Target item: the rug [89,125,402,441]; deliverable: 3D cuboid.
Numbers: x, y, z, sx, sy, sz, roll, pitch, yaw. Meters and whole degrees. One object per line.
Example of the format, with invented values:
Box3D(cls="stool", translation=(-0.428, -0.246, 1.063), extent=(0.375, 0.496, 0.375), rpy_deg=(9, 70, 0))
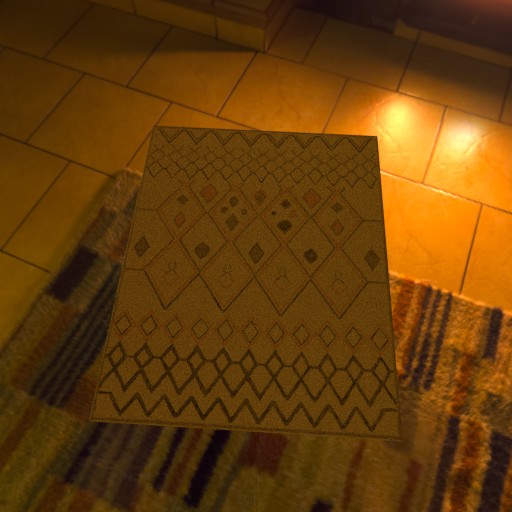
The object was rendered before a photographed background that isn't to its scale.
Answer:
Box3D(cls="rug", translation=(0.000, 0.000, 4.128), extent=(2.441, 0.016, 3.050), rpy_deg=(3, 63, 2))
